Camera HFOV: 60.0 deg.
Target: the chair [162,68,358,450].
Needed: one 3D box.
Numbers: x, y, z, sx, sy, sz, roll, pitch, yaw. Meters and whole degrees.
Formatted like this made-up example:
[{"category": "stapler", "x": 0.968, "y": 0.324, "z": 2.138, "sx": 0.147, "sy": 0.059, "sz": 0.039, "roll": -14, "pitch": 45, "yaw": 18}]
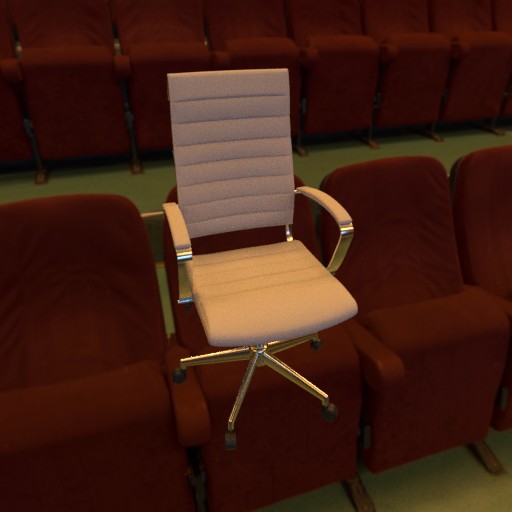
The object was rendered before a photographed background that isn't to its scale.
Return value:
[{"category": "chair", "x": 0.000, "y": 0.000, "z": 1.575, "sx": 0.679, "sy": 1.149, "sz": 0.667, "roll": -9, "pitch": 31, "yaw": -15}]
